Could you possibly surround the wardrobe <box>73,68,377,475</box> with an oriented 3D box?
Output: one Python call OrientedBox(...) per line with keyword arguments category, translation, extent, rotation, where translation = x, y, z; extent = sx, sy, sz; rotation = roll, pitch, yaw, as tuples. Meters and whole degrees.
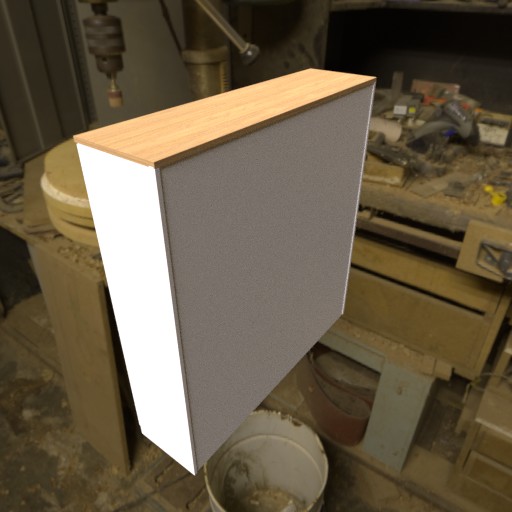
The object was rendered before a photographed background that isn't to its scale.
OrientedBox(category="wardrobe", translation=(0.000, 0.000, 3.311), extent=(0.590, 2.260, 2.160), rotation=(23, 39, 31))
